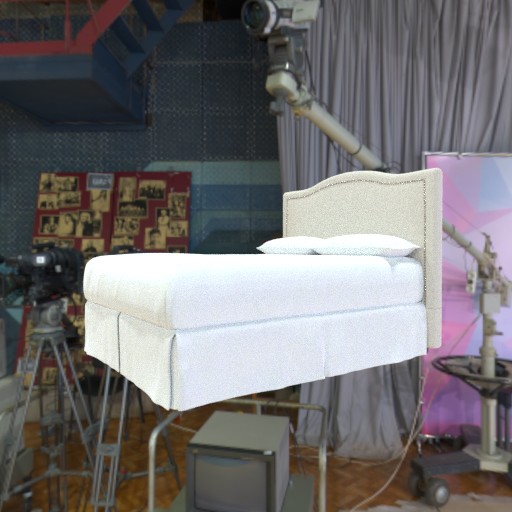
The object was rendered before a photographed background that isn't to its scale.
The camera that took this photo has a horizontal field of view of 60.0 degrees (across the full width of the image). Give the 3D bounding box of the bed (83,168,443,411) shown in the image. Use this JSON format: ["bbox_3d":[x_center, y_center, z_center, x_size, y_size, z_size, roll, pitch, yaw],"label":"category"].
[{"bbox_3d":[0.000,0.000,3.345,2.143,1.460,1.753,-1,1,-35],"label":"bed"}]
